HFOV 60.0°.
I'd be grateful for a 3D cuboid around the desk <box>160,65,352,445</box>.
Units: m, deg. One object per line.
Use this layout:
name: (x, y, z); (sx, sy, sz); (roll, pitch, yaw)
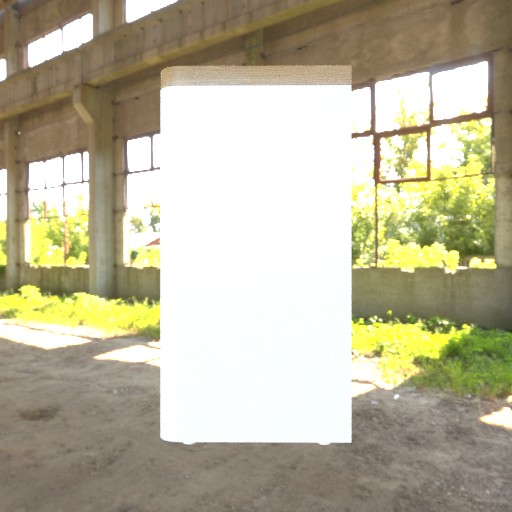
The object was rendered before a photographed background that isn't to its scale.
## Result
desk: (0.000, 0.000, 1.436); (0.390, 0.760, 1.100); (0, 0, 0)
